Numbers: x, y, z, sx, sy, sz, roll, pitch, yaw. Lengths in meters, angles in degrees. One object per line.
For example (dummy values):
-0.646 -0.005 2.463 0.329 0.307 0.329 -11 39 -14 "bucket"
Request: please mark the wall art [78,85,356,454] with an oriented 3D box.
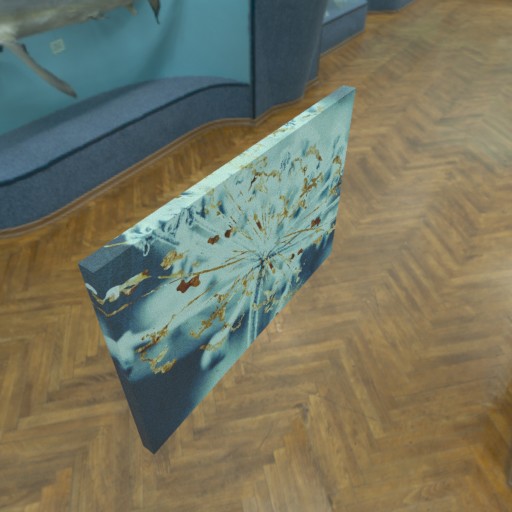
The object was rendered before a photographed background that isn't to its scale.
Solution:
0.000 0.000 1.162 0.038 0.608 0.912 25 47 26 "wall art"
